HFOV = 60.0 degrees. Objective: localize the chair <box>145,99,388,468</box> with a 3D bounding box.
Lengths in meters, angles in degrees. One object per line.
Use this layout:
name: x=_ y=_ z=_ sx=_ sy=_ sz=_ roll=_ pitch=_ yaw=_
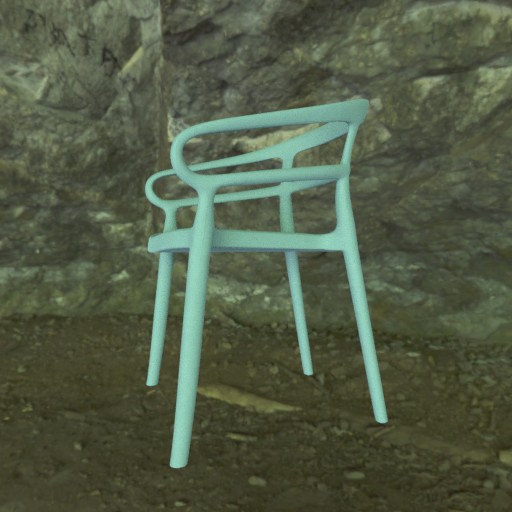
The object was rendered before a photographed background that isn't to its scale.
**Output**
chair: x=0.000 y=0.000 z=1.117 sx=0.527 sy=0.761 sz=0.559 roll=-1 pitch=2 yaw=-19
